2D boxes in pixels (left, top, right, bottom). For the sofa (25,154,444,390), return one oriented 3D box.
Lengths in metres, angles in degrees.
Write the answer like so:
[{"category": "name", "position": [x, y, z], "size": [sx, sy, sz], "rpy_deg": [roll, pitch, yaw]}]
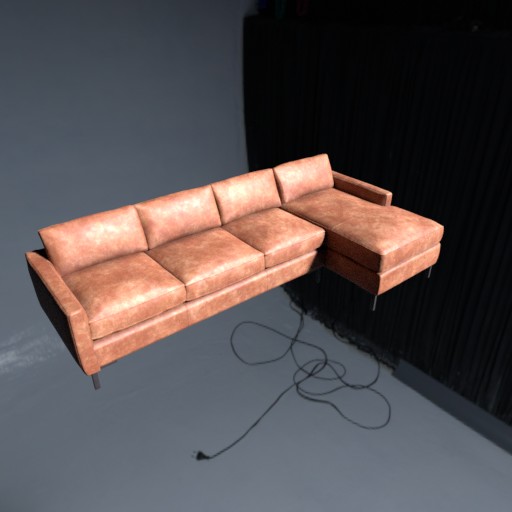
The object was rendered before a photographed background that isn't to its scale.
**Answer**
[{"category": "sofa", "position": [0.000, 0.000, 3.494], "size": [2.993, 0.859, 1.471], "rpy_deg": [-22, 36, -33]}]
